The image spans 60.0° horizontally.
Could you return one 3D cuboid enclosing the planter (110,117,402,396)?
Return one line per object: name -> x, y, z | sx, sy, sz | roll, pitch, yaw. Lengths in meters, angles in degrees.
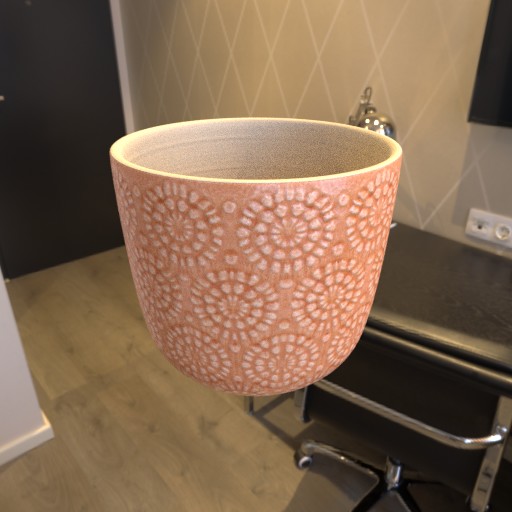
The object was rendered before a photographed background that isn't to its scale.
planter -> 0.000, 0.000, 0.369 | 0.208, 0.190, 0.208 | 0, 26, 0
